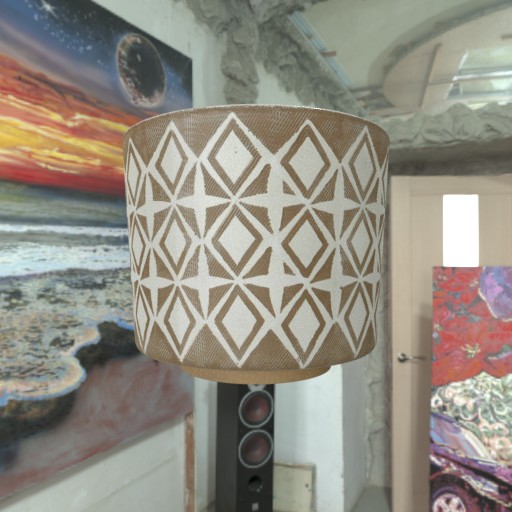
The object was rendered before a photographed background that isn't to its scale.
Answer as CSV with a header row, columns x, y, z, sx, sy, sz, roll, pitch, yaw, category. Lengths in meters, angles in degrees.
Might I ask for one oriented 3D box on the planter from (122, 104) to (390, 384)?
x,y,z,sx,sy,sz,roll,pitch,yaw,category
0.000,0.000,0.450,0.260,0.220,0.260,0,0,0,planter
